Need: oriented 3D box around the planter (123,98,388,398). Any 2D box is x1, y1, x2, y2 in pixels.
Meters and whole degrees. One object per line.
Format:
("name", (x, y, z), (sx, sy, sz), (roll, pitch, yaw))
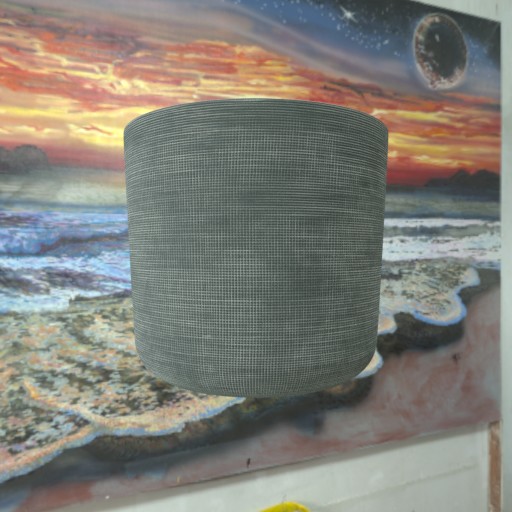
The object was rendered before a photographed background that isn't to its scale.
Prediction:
("planter", (0.000, 0.000, 0.771), (0.440, 0.398, 0.440), (0, 1, 0))
